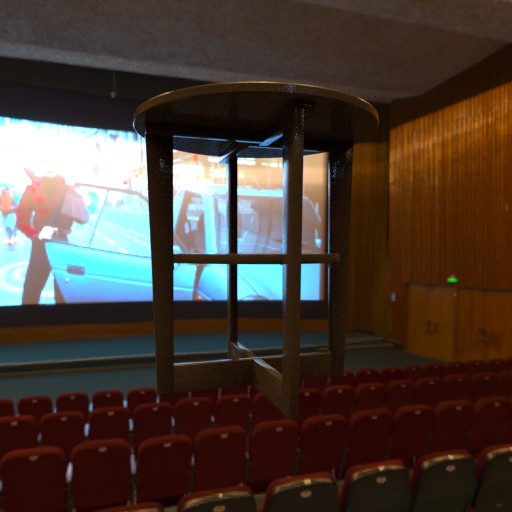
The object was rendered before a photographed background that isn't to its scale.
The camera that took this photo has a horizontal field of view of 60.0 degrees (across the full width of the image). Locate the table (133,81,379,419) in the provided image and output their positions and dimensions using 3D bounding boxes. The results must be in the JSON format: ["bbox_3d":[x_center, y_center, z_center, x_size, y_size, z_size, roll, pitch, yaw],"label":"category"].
[{"bbox_3d":[0.000,0.000,0.941,0.500,0.550,0.500,0,1,0],"label":"table"}]
